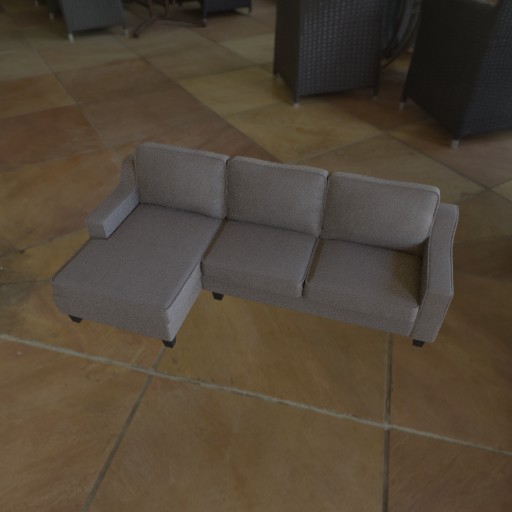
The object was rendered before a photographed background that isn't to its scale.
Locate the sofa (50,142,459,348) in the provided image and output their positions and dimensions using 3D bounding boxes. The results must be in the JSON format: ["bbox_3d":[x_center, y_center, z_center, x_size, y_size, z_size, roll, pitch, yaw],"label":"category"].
[{"bbox_3d":[0.000,0.000,3.108,2.561,0.928,1.294,12,42,13],"label":"sofa"}]
